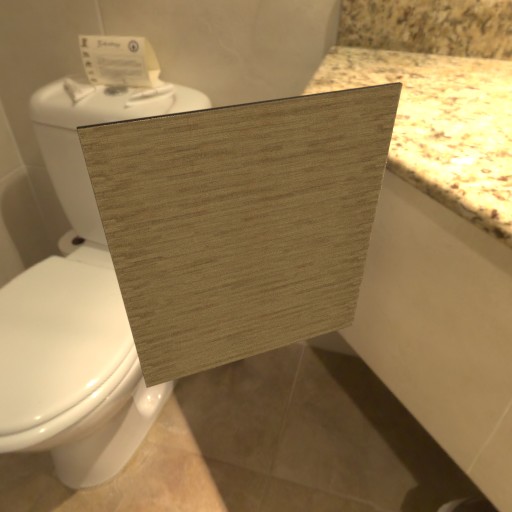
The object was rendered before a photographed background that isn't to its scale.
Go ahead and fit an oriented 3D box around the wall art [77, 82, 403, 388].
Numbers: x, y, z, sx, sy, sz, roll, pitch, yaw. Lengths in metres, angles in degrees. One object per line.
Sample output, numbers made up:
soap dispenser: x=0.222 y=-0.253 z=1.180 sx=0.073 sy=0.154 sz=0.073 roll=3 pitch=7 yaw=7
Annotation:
wall art: x=0.000 y=0.000 z=0.801 sx=0.483 sy=0.559 sz=0.009 roll=-13 pitch=41 yaw=-16
